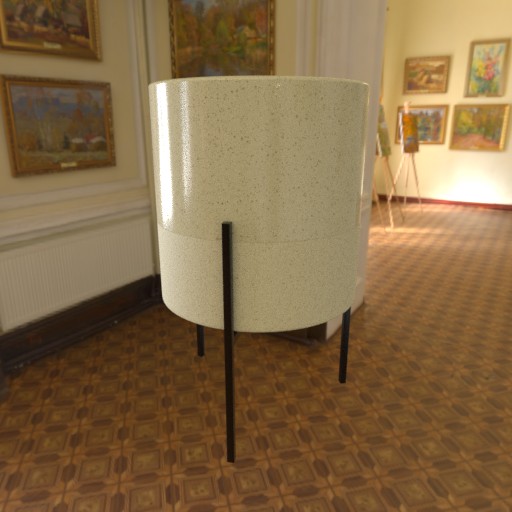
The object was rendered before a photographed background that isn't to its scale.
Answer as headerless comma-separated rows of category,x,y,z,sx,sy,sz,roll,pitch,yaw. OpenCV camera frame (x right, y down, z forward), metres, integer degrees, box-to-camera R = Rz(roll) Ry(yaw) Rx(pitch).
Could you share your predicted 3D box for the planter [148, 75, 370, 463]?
planter,0.000,0.000,0.542,0.243,0.390,0.234,16,24,42
